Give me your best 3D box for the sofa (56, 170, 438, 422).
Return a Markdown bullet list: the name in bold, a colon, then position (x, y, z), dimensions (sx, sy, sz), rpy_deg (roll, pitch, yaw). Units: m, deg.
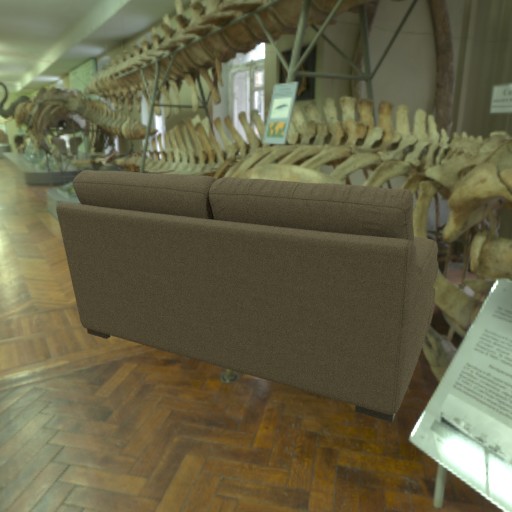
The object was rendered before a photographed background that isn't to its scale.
- **sofa**: position (0.000, 0.000, 2.476), dimensions (1.869, 0.950, 1.140), rpy_deg (8, 18, 27)
